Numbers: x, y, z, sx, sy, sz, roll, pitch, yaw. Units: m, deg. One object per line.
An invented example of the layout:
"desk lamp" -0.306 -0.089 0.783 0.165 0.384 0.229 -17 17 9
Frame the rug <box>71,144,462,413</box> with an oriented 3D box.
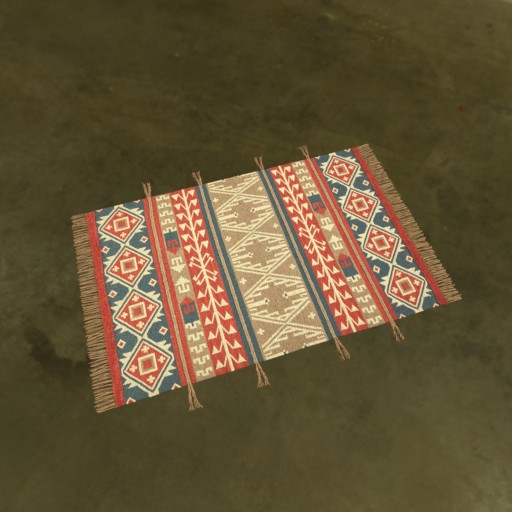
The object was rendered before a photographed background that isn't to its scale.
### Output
"rug" 0.000 0.000 3.128 2.450 0.048 1.778 -15 60 -9
